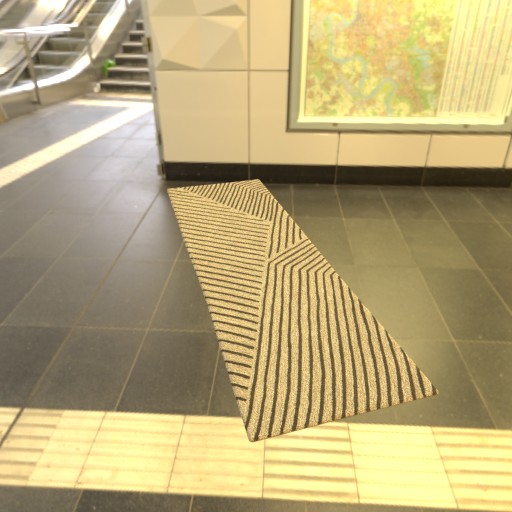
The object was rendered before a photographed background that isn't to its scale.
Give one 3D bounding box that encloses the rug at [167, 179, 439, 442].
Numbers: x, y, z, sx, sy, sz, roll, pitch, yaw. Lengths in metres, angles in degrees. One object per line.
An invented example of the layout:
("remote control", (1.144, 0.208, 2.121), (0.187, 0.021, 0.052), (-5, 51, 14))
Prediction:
("rug", (0.000, 0.000, 2.638), (0.773, 0.020, 2.439), (-9, 31, -14))
